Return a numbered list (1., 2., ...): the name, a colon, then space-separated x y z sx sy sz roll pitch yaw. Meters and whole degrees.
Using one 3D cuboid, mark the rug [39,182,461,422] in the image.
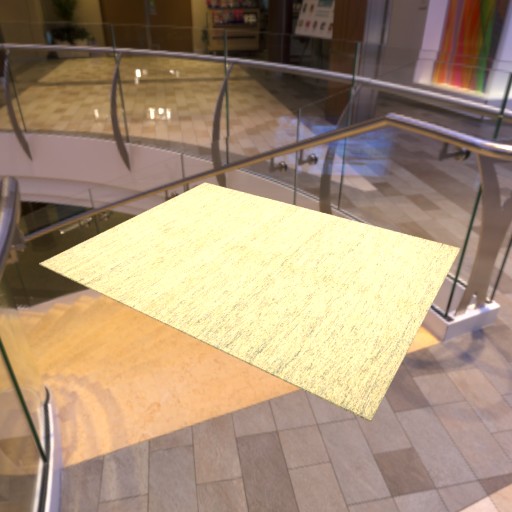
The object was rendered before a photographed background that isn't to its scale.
1. rug: 0.000 0.000 4.221 3.201 0.014 2.437 18 35 28
